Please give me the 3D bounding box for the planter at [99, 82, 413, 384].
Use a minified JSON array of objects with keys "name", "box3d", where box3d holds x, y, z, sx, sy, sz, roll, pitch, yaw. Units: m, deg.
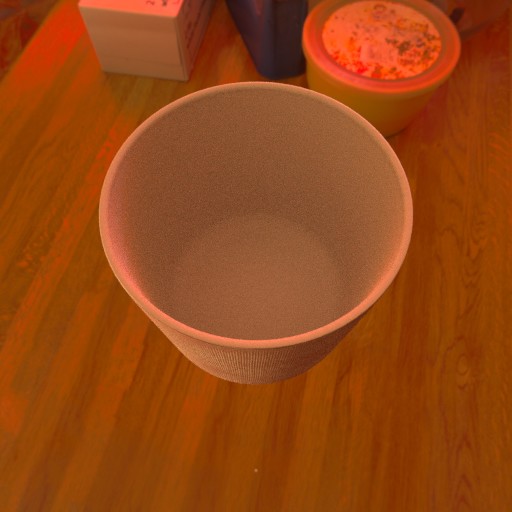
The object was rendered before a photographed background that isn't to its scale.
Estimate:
[{"name":"planter","box3d":[0.000,0.000,0.805,0.440,0.398,0.440,0,64,0]}]
